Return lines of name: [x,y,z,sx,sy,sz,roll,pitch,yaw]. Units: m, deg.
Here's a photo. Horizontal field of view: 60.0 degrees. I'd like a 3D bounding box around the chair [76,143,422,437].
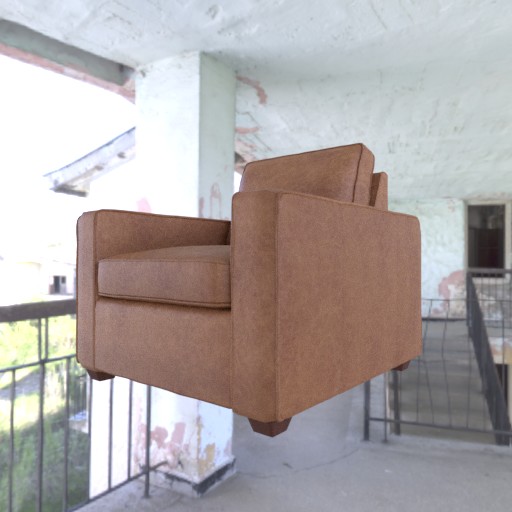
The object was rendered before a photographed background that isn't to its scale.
chair: [0.000,0.000,1.705,0.987,0.901,1.027,0,0,37]
